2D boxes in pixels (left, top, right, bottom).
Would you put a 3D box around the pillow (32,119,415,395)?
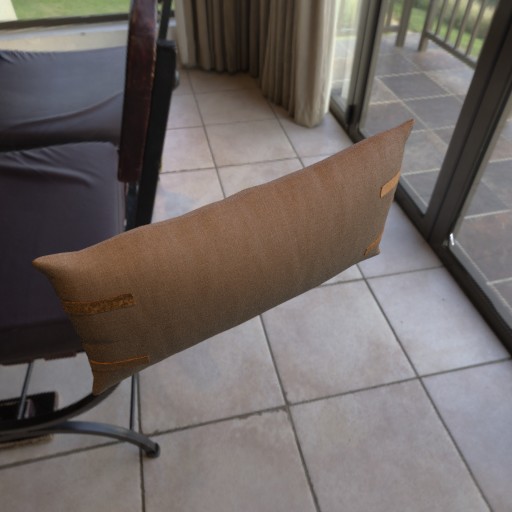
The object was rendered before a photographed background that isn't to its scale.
[{"bbox_3d":[0.000,0.000,0.713,0.612,0.308,0.148,-24,50,-22],"label":"pillow"}]
